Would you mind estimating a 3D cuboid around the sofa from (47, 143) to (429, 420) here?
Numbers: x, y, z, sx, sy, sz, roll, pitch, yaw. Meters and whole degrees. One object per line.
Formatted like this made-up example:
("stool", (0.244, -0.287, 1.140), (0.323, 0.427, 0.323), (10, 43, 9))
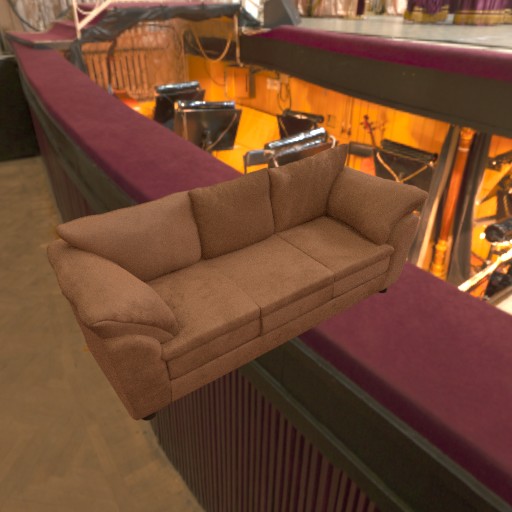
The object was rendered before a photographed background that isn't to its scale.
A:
("sofa", (0.000, 0.000, 2.874), (2.377, 0.981, 0.893), (-21, 37, -31))
